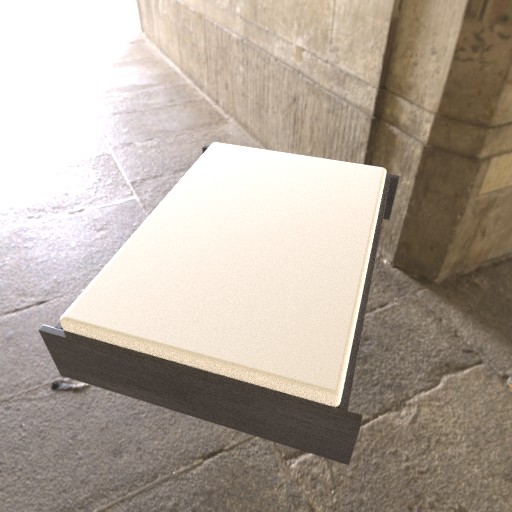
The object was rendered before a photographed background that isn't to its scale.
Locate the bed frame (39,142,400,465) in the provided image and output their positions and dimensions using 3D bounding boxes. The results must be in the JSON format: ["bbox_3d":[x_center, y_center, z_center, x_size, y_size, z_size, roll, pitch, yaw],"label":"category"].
[{"bbox_3d":[0.000,0.000,2.679,1.490,0.432,1.950,12,42,14],"label":"bed frame"}]
